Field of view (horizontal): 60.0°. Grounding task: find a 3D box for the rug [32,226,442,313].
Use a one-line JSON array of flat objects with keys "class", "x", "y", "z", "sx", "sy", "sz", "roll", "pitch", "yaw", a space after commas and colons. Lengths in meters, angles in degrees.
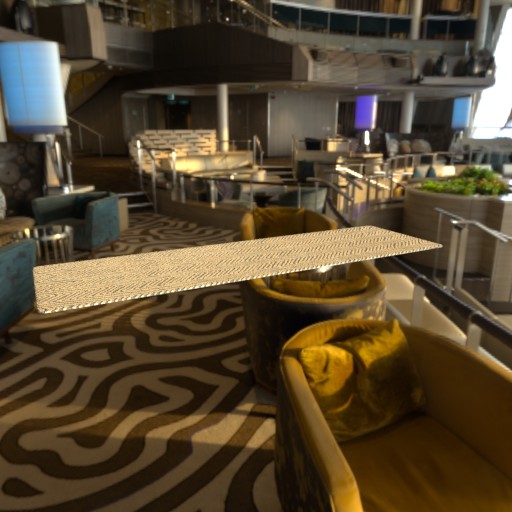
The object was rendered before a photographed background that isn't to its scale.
[{"class": "rug", "x": 0.000, "y": 0.000, "z": 2.538, "sx": 2.286, "sy": 0.008, "sz": 0.686, "roll": -8, "pitch": 18, "yaw": -26}]
